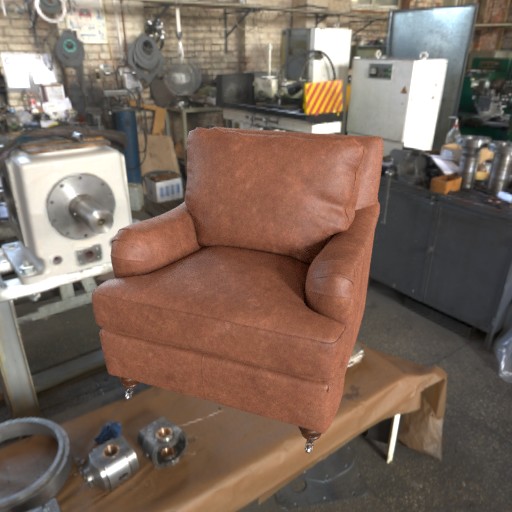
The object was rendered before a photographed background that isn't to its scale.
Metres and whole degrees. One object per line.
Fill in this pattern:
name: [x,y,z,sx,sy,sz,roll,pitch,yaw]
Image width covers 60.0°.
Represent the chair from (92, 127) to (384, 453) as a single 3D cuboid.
chair: [0.000,0.000,1.998,0.986,1.055,1.158,9,26,19]
